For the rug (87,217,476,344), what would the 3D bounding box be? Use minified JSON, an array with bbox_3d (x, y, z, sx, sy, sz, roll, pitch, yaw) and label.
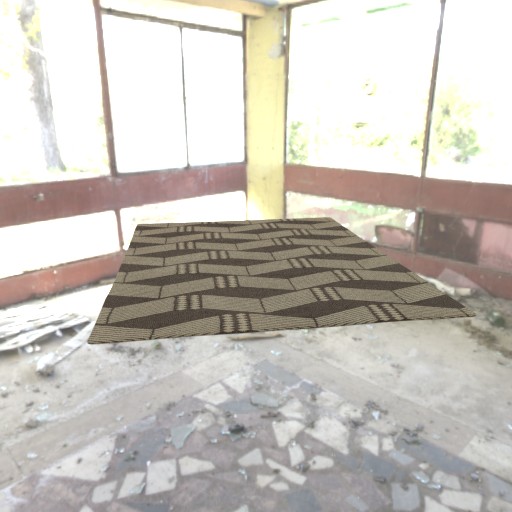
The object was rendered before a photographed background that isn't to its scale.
[{"bbox_3d":[0.000,0.000,4.130,2.438,0.016,3.048,-3,17,-9],"label":"rug"}]
